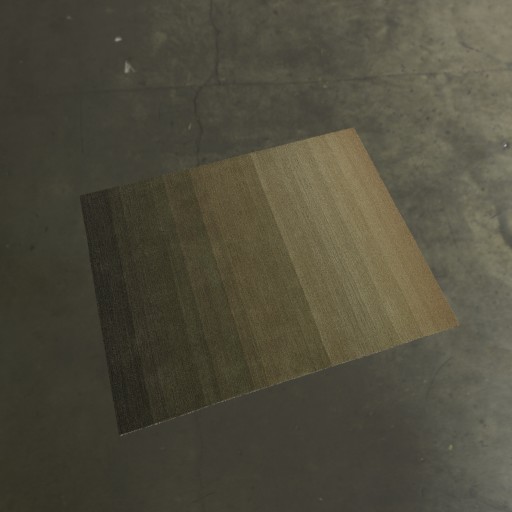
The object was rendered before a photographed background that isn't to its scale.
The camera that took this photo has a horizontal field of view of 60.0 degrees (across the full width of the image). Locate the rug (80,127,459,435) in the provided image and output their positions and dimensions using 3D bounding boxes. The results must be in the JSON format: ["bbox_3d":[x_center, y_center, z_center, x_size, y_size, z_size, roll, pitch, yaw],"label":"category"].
[{"bbox_3d":[0.000,0.000,4.084,2.932,0.015,2.315,-16,65,-8],"label":"rug"}]
